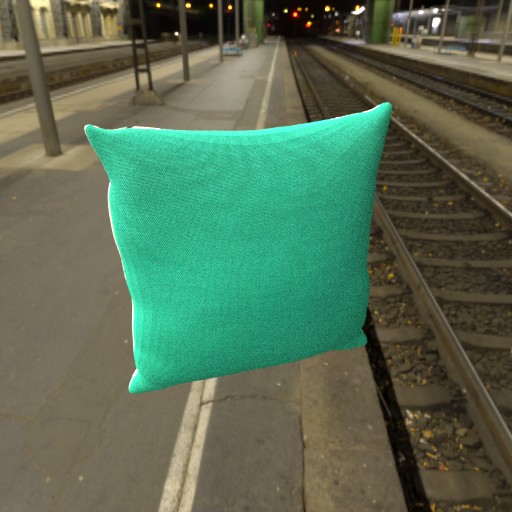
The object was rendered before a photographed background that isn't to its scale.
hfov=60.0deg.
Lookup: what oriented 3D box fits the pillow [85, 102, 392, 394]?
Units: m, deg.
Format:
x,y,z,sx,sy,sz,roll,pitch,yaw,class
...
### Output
x,y,z,sx,sy,sz,roll,pitch,yaw,class
0.000,0.000,0.693,0.440,0.441,0.182,-9,28,-16,pillow
